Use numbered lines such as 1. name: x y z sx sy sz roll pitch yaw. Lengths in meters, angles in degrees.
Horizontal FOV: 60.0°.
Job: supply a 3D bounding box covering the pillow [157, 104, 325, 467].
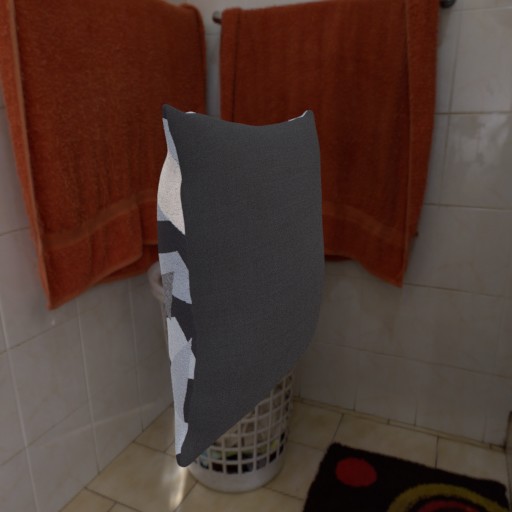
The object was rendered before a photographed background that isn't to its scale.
1. pillow: 0.000 0.000 0.772 0.208 0.496 0.503 8 18 25
